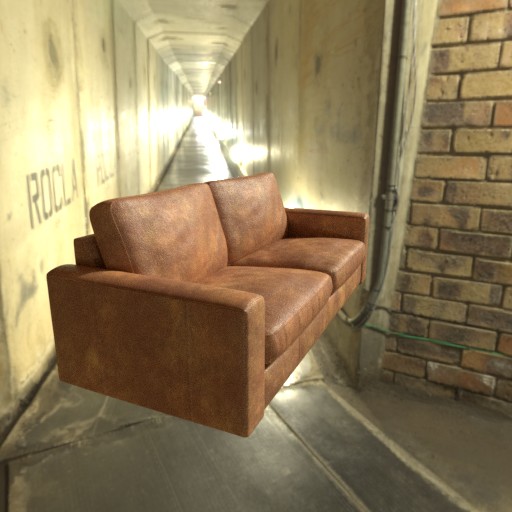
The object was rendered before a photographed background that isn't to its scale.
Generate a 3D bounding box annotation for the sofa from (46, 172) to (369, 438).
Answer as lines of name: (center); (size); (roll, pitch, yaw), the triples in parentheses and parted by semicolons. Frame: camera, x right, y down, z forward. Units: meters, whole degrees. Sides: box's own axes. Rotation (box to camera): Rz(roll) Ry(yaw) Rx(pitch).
sofa: (0.000, 0.000, 2.699); (1.016, 0.873, 2.179); (7, 16, 24)
